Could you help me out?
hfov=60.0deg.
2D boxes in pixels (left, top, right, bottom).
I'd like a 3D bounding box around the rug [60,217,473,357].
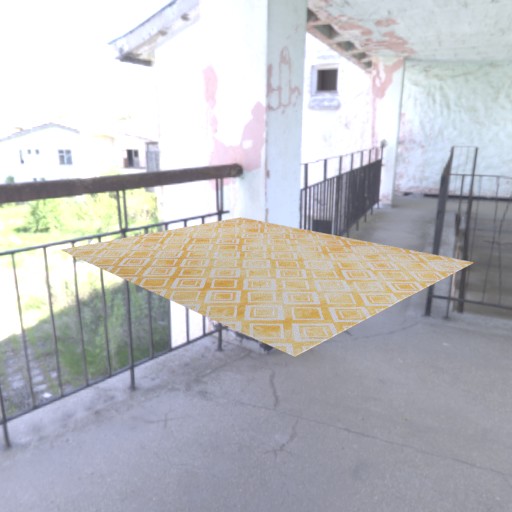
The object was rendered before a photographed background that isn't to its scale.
[{"bbox_3d":[0.000,0.000,4.158,2.433,0.011,3.037,-15,22,-43],"label":"rug"}]
